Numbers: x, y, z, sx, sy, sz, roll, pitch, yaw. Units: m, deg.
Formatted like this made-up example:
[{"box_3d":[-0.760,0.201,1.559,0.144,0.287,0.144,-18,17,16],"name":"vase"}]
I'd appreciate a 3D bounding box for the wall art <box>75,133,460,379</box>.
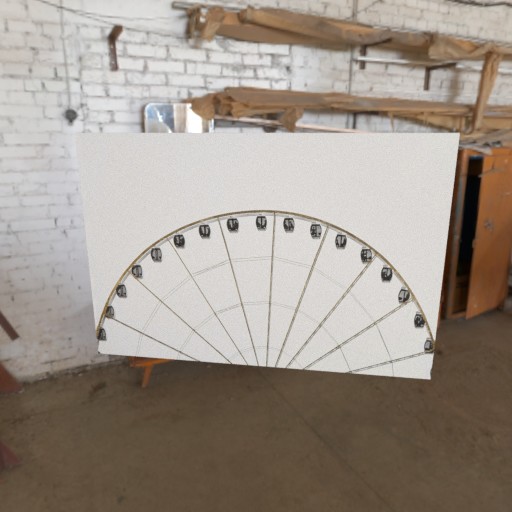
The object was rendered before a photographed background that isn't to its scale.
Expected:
[{"box_3d":[0.000,0.000,1.122,0.898,0.601,0.038,2,16,9],"name":"wall art"}]
